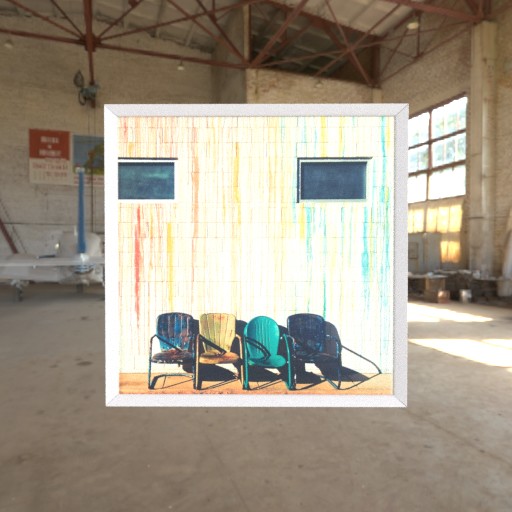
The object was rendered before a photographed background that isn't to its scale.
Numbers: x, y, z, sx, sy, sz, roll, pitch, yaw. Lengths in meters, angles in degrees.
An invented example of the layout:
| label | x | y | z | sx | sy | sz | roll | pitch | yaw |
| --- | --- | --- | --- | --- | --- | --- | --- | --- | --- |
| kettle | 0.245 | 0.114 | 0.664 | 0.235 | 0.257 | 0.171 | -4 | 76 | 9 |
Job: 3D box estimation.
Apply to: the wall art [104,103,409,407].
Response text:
| label | x | y | z | sx | sy | sz | roll | pitch | yaw |
| --- | --- | --- | --- | --- | --- | --- | --- | --- | --- |
| wall art | 0.000 | 0.000 | 0.761 | 0.508 | 0.508 | 0.037 | 0 | 1 | 0 |
